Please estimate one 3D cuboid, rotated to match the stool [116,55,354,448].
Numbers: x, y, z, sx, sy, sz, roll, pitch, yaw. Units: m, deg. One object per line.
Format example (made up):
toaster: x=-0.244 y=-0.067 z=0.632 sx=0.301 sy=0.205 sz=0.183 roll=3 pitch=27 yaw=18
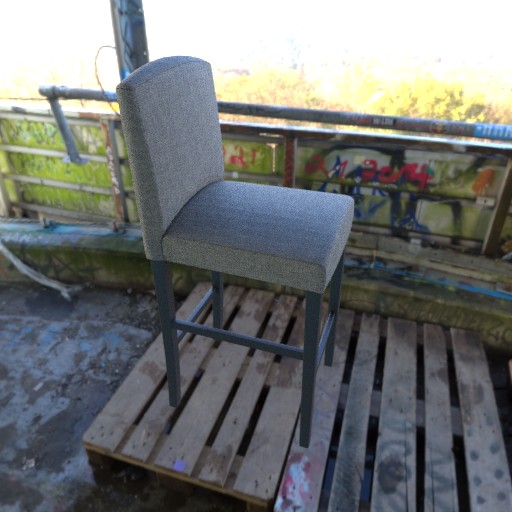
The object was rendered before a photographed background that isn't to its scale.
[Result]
stool: x=0.000 y=0.000 z=1.402 sx=0.552 sy=1.138 sz=0.451 roll=10 pitch=32 yaw=17
